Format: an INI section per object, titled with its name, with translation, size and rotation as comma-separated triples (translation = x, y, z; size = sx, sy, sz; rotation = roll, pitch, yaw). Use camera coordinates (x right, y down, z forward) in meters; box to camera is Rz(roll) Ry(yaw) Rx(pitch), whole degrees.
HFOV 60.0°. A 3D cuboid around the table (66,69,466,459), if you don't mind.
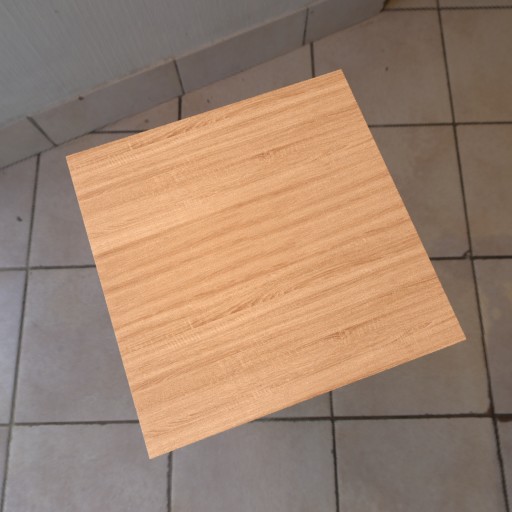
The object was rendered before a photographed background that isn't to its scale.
[table]
translation = 0.000, 0.000, 1.408
size = 0.890, 0.305, 0.890
rotation = -19, 77, -5
